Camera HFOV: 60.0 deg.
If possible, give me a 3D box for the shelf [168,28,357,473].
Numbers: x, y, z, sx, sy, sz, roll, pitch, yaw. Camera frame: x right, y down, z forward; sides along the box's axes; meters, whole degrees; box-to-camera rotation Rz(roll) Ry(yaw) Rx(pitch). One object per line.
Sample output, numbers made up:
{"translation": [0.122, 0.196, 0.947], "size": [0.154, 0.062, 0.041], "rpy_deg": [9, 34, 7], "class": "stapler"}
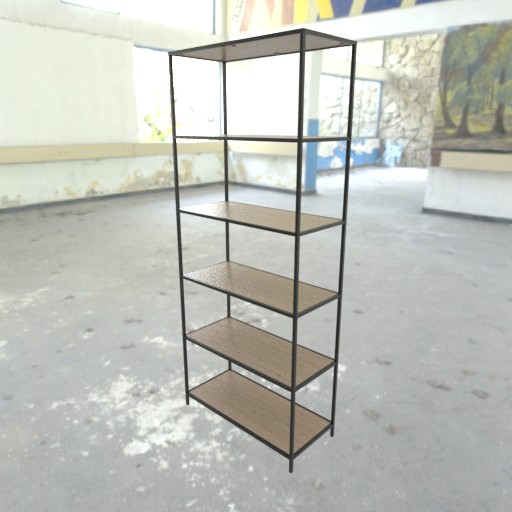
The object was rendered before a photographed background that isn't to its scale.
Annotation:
{"translation": [0.000, 0.000, 2.144], "size": [0.770, 1.850, 0.350], "rpy_deg": [15, 22, 41], "class": "shelf"}
